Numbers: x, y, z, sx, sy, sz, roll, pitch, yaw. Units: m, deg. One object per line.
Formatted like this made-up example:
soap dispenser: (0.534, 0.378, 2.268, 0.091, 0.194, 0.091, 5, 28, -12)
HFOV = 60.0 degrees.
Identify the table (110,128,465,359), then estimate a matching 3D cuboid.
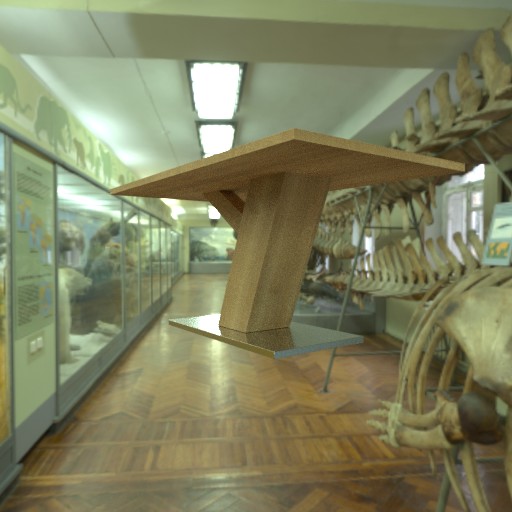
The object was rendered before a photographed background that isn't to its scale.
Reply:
table: (0.000, 0.000, 2.158, 0.900, 0.750, 1.600, -1, 1, -36)
